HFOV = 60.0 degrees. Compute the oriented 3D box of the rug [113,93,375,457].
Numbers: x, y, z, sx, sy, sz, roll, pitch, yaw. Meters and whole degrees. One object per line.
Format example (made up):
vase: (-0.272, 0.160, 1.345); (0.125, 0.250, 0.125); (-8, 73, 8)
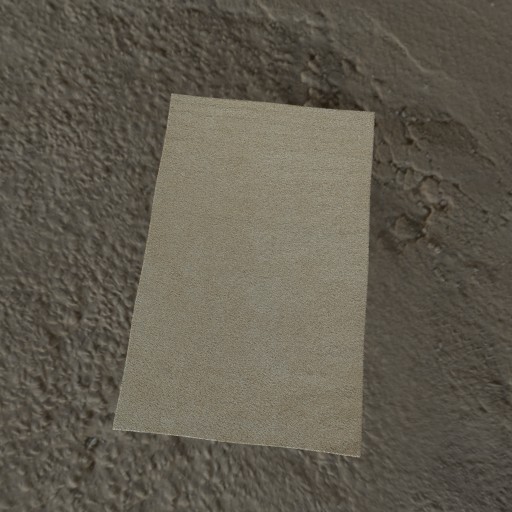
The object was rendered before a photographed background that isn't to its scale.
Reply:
rug: (0.000, 0.000, 2.971); (1.500, 0.025, 2.346); (6, 75, 2)
